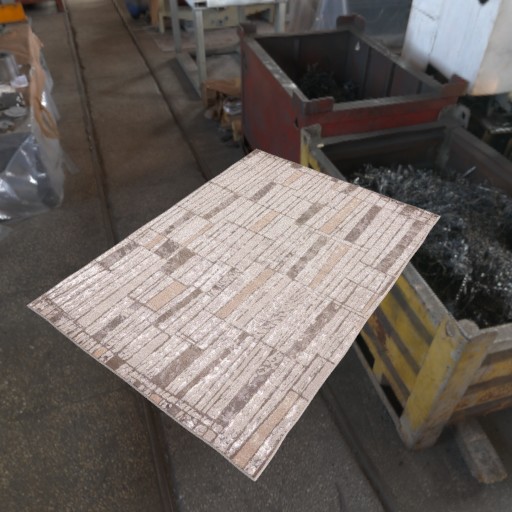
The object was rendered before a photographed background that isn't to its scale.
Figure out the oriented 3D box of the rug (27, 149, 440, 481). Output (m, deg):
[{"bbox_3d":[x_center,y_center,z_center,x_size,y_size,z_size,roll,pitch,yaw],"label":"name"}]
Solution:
[{"bbox_3d":[0.000,0.000,4.275,2.449,0.019,3.357,26,49,26],"label":"rug"}]
